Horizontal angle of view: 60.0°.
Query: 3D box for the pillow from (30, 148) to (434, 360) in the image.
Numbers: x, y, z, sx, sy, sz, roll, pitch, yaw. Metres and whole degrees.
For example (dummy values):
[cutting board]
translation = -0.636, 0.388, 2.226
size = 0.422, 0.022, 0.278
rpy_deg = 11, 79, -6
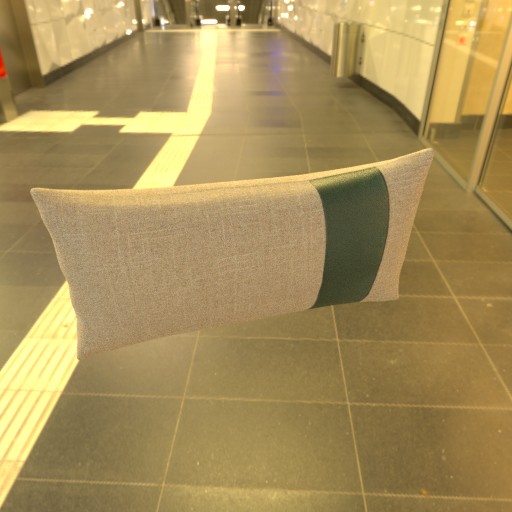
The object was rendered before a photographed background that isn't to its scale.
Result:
[pillow]
translation = 0.000, 0.000, 1.020
size = 0.859, 0.429, 0.197
rpy_deg = -9, 32, -14
